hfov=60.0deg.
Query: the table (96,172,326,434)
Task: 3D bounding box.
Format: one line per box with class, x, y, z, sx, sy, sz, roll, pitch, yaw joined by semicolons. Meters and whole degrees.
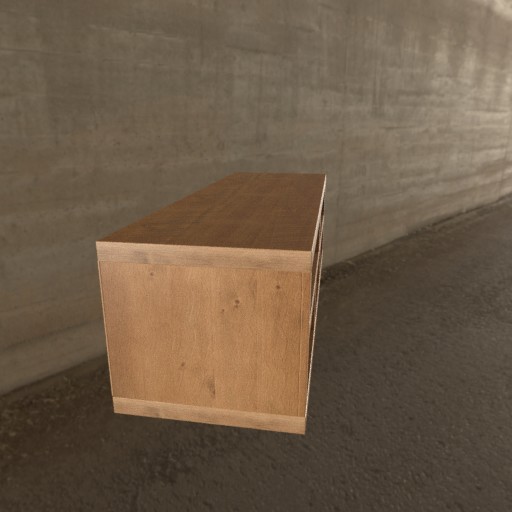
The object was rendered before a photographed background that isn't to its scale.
table;0.000;0.000;1.761;0.499;0.491;1.499;3;17;9
